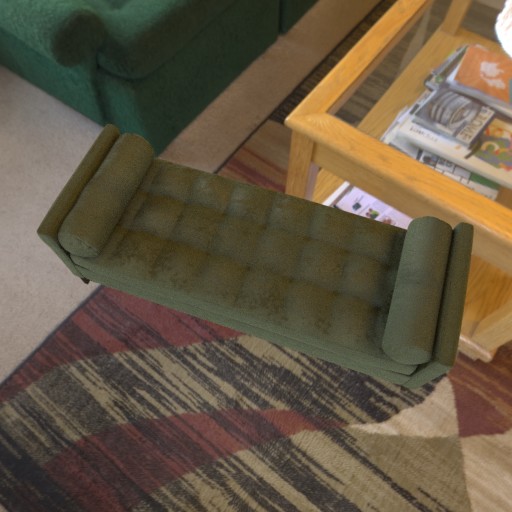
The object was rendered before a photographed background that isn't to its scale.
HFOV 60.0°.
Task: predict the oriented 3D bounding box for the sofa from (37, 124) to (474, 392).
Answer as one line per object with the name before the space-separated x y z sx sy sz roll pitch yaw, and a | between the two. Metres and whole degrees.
sofa | 0.000 0.000 2.525 2.130 0.681 0.817 17 65 8
